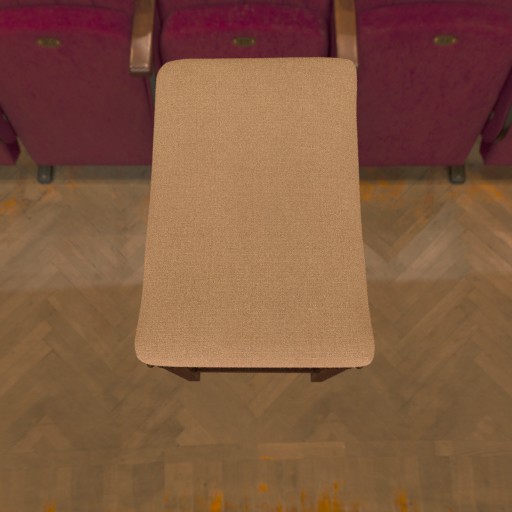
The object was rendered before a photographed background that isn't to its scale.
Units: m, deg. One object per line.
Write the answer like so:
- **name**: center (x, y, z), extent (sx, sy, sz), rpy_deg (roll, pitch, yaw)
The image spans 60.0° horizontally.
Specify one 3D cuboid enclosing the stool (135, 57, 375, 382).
- **stool**: center (0.000, 0.000, 0.957), extent (0.363, 0.669, 0.509), rpy_deg (0, 73, 0)
